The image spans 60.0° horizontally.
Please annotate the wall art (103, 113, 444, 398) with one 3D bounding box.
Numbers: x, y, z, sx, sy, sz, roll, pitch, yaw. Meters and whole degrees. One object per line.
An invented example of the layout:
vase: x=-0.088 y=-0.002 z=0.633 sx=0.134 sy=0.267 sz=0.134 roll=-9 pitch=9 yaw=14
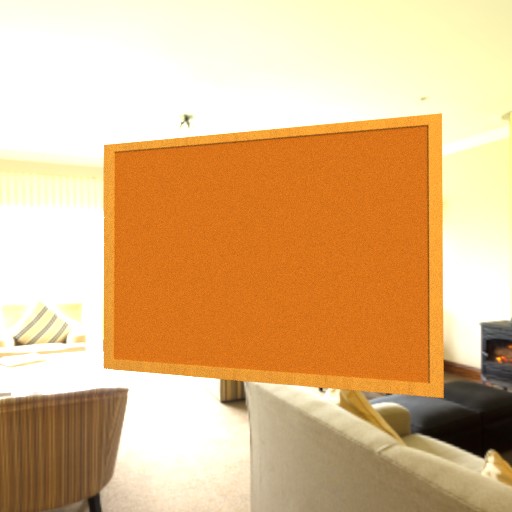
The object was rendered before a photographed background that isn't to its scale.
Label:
wall art: x=0.000 y=0.000 z=0.685 sx=0.532 sy=0.380 sz=0.032 roll=0 pitch=-1 yaw=17
